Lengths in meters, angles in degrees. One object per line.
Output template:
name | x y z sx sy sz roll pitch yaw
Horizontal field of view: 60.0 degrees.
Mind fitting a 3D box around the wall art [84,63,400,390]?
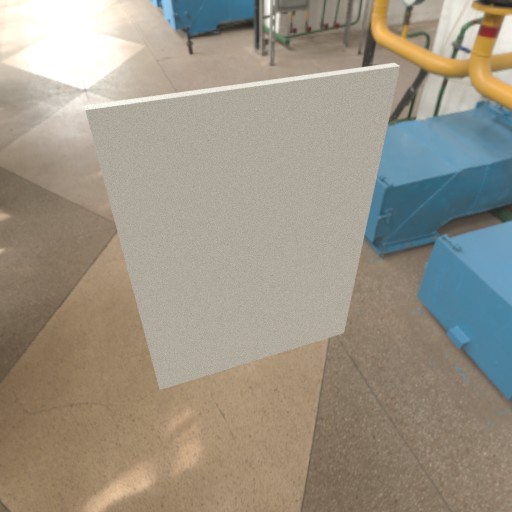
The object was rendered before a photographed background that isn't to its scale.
wall art | 0.000 0.000 0.689 0.381 0.533 0.013 -14 44 -15
